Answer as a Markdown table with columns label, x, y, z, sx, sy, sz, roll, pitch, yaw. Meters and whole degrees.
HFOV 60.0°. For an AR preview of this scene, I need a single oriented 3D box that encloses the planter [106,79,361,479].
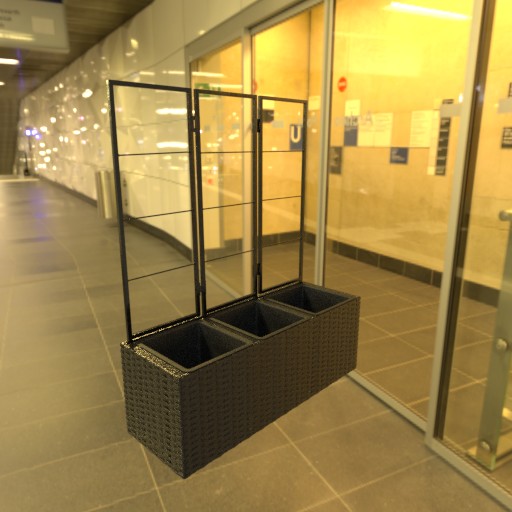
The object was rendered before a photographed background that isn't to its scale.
| label | x | y | z | sx | sy | sz | roll | pitch | yaw |
| --- | --- | --- | --- | --- | --- | --- | --- | --- | --- |
| planter | 0.000 | 0.000 | 1.184 | 0.244 | 0.841 | 0.698 | 14 | 20 | 43 |
